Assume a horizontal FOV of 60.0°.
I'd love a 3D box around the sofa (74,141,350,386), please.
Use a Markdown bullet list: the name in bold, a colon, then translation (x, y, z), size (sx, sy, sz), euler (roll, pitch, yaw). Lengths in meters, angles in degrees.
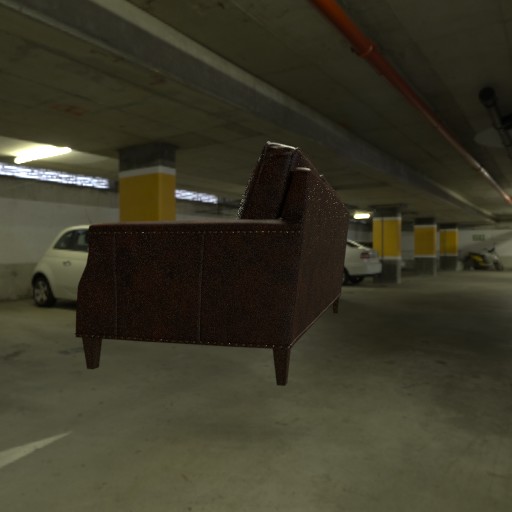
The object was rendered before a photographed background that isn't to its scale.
- **sofa**: translation (0.000, 0.000, 2.901), size (1.084, 1.003, 2.240), euler (0, 1, 16)
